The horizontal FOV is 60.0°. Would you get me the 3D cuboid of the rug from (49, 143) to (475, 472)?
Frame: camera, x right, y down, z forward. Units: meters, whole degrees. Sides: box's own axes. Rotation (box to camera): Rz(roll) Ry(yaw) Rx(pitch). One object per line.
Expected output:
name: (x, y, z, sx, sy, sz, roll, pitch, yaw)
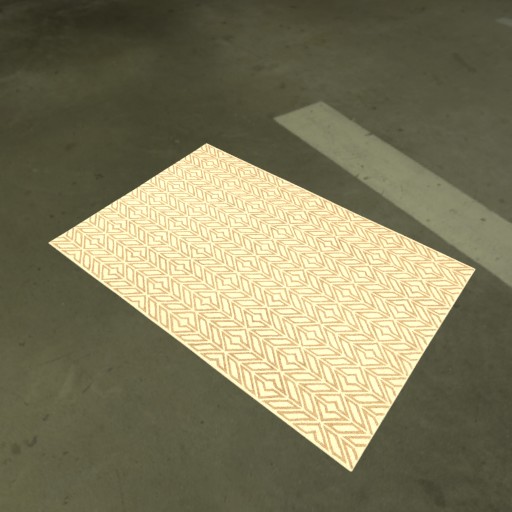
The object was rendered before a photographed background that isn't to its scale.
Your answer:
rug: (0.000, 0.000, 2.274, 1.828, 0.007, 1.220, 30, 53, 25)
